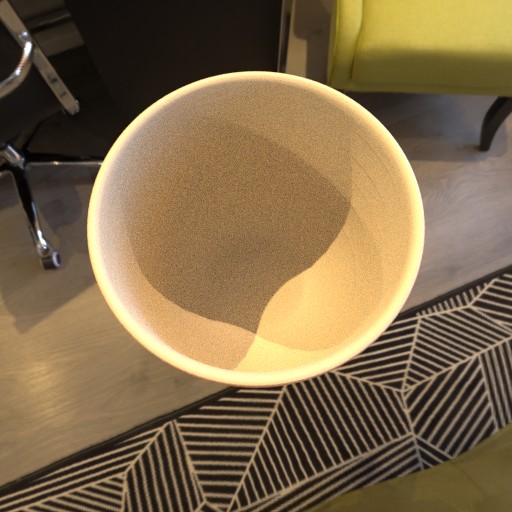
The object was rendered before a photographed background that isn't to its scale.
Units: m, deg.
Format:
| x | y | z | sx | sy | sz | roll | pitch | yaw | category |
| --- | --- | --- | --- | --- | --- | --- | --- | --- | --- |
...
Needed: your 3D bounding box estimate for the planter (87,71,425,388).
| x | y | z | sx | sy | sz | roll | pitch | yaw | category |
| --- | --- | --- | --- | --- | --- | --- | --- | --- | --- |
| 0.000 | 0.000 | 0.363 | 0.208 | 0.190 | 0.208 | 0 | 73 | 0 | planter |
